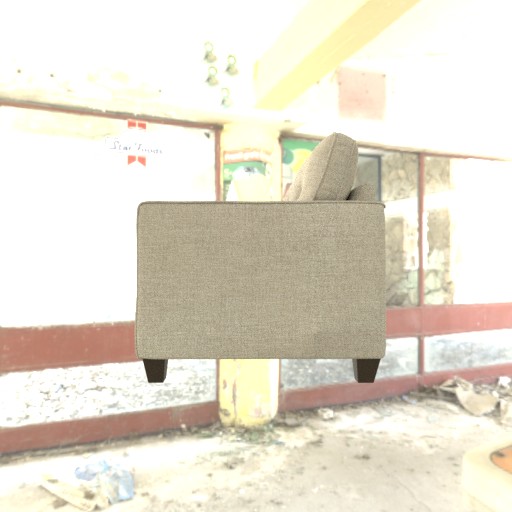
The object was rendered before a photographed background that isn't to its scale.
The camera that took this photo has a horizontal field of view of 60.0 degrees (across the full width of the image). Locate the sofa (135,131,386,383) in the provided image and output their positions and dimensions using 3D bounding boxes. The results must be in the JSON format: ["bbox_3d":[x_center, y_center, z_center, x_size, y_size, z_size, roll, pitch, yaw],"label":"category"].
[{"bbox_3d":[0.000,0.000,2.654,0.939,0.965,2.133,0,-1,-1],"label":"sofa"}]
